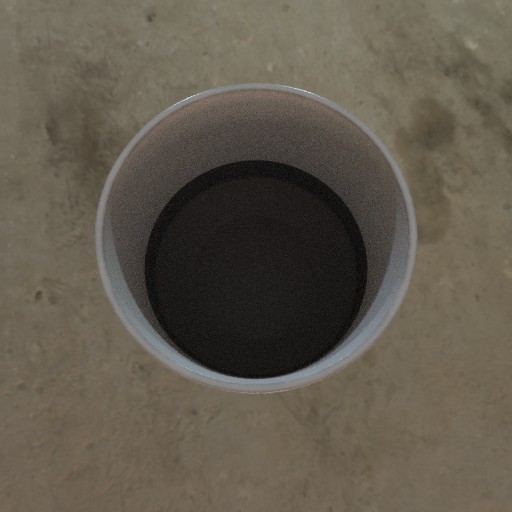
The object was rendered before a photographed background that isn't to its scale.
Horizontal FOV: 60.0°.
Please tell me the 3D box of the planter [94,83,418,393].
[{"bbox_3d":[0.000,0.000,0.227,0.128,0.105,0.128,0,76,0],"label":"planter"}]
